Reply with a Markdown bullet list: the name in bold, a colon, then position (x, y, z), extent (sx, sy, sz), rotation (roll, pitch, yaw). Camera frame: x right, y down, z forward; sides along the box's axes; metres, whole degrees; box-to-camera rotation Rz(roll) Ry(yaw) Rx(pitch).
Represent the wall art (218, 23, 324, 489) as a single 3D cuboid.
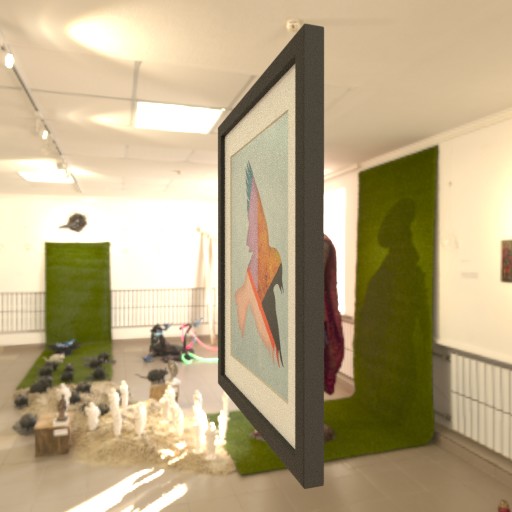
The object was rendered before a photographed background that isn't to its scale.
- **wall art**: position (0.000, 0.000, 0.752), extent (0.028, 0.558, 0.457), rotation (0, 0, -18)
